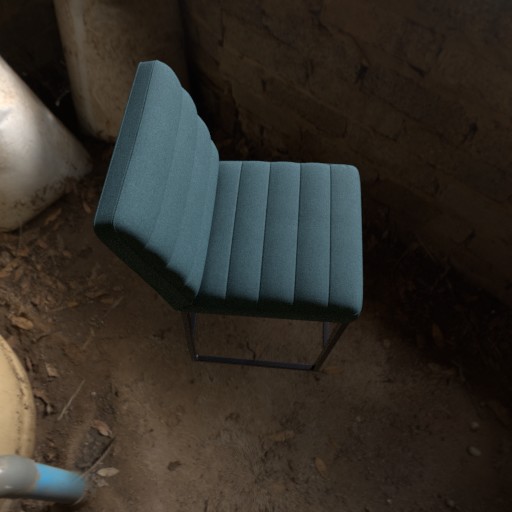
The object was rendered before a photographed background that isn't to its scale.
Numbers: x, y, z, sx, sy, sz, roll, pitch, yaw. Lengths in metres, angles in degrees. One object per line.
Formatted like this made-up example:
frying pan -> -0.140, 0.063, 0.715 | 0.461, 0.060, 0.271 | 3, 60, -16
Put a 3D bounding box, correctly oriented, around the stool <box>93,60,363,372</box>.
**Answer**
stool -> 0.000, 0.000, 1.338 | 0.560, 1.040, 0.460 | 4, 64, 2
